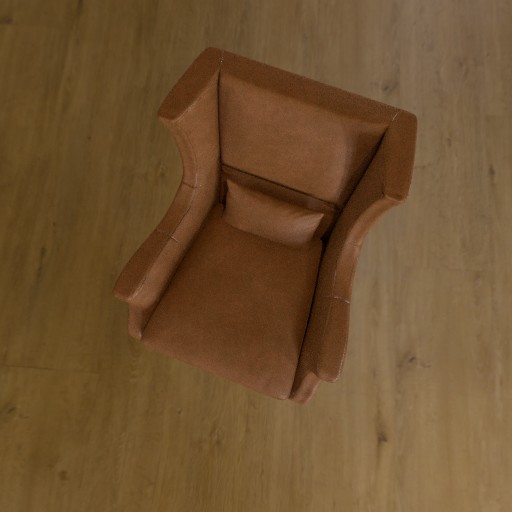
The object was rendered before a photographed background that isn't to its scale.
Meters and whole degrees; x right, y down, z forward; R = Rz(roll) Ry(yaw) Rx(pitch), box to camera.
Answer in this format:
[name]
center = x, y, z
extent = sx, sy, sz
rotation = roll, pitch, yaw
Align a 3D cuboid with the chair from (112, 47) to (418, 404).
[chair]
center = 0.000, 0.000, 1.687
extent = 0.852, 1.016, 0.925
rotation = 21, 77, 5
